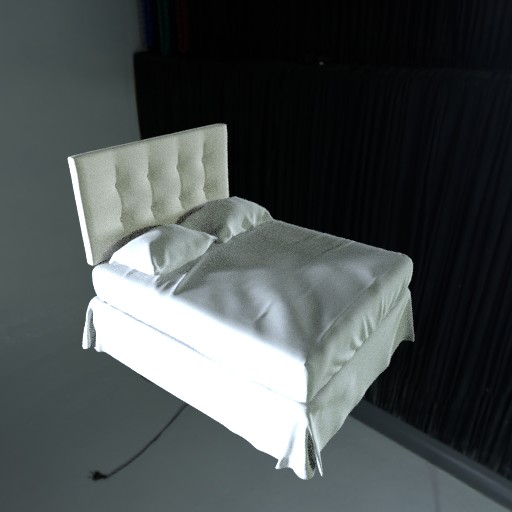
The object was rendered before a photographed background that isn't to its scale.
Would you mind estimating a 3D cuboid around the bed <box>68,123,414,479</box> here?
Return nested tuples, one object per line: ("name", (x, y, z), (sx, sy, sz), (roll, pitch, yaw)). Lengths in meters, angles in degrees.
("bed", (0.000, 0.000, 3.441), (2.222, 1.577, 1.936), (18, 32, 32))
